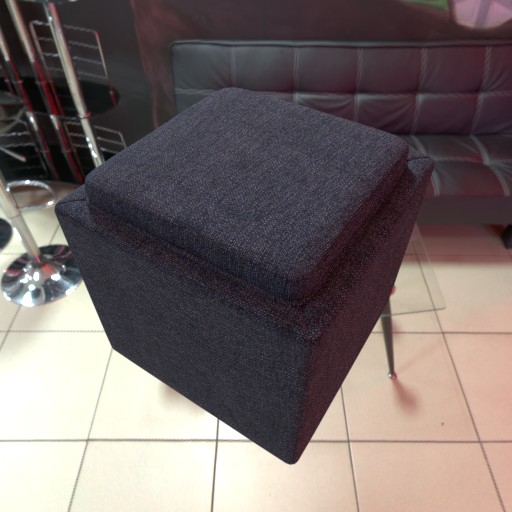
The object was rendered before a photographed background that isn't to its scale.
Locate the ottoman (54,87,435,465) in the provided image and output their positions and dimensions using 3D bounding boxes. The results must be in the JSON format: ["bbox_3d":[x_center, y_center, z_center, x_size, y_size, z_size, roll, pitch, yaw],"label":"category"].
[{"bbox_3d":[0.000,0.000,0.828,0.450,0.460,0.450,25,51,22],"label":"ottoman"}]
